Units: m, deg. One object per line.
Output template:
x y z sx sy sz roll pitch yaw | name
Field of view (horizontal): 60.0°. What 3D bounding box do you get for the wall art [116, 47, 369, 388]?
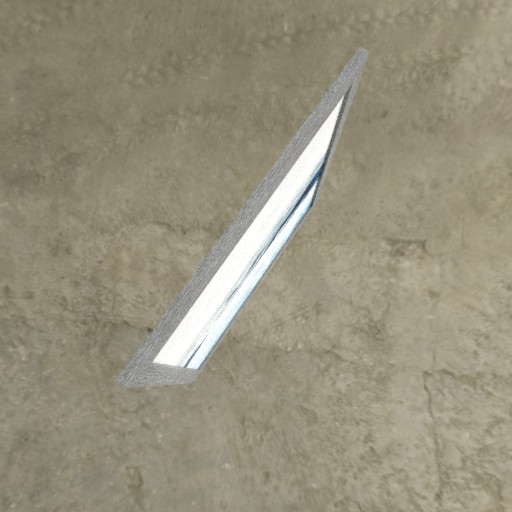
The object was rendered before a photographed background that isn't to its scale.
0.000 0.000 1.036 0.020 0.685 0.685 33 77 9 | wall art
